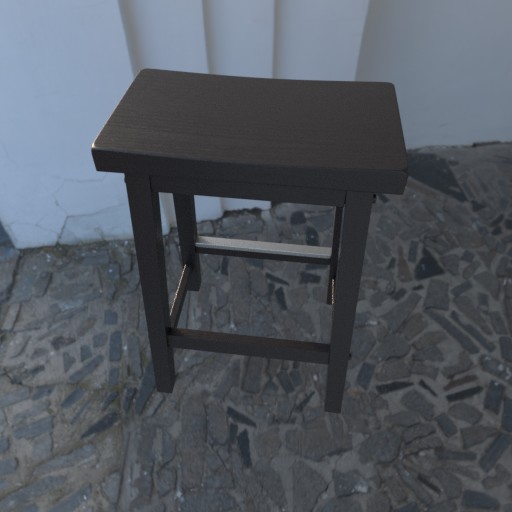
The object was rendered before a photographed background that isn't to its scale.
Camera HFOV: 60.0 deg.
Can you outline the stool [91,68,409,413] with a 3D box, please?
[{"bbox_3d":[0.000,0.000,0.855,0.406,0.610,0.322,5,48,5],"label":"stool"}]
